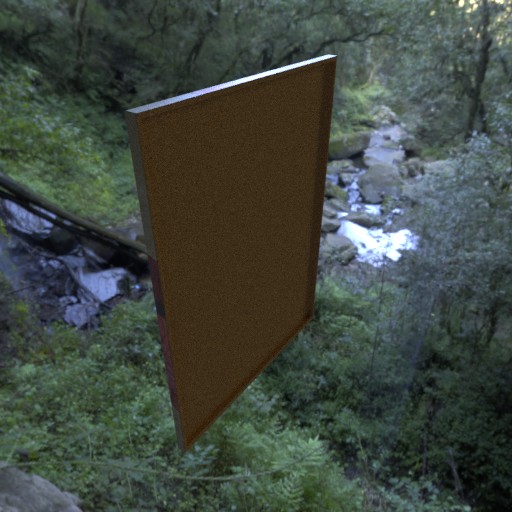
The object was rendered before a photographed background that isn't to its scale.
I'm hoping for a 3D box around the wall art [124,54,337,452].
[{"bbox_3d":[0.000,0.000,1.327,0.031,1.015,0.762,22,39,30],"label":"wall art"}]
